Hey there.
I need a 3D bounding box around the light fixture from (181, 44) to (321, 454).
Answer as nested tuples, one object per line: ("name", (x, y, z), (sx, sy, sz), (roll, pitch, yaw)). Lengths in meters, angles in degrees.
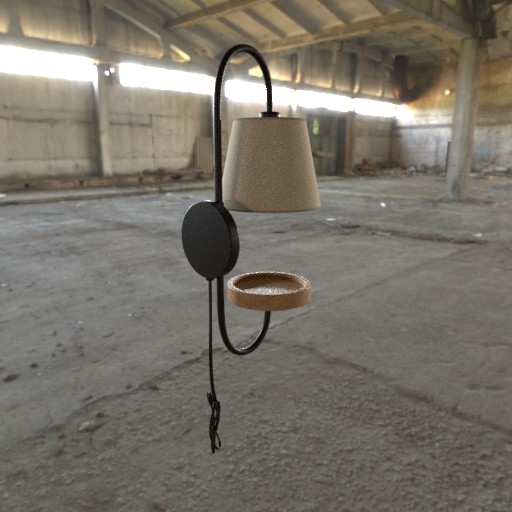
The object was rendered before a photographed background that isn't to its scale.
("light fixture", (0.000, 0.000, 0.941), (0.220, 0.821, 0.299), (12, 18, 43))
